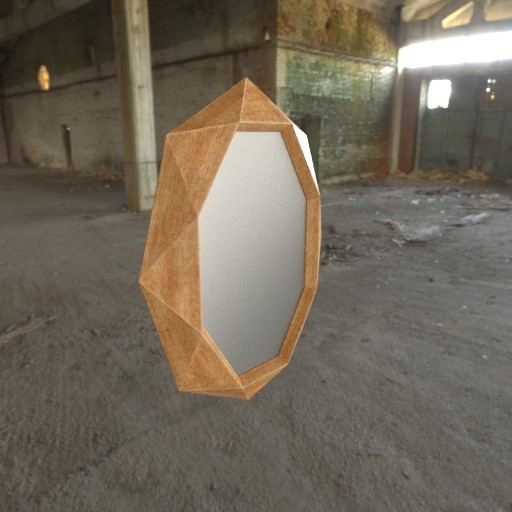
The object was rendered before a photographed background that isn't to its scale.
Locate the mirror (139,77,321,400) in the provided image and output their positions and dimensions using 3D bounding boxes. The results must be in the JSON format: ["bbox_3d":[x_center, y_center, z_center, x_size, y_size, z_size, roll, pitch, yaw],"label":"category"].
[{"bbox_3d":[0.000,0.000,1.019,0.070,0.774,0.577,14,20,43],"label":"mirror"}]
